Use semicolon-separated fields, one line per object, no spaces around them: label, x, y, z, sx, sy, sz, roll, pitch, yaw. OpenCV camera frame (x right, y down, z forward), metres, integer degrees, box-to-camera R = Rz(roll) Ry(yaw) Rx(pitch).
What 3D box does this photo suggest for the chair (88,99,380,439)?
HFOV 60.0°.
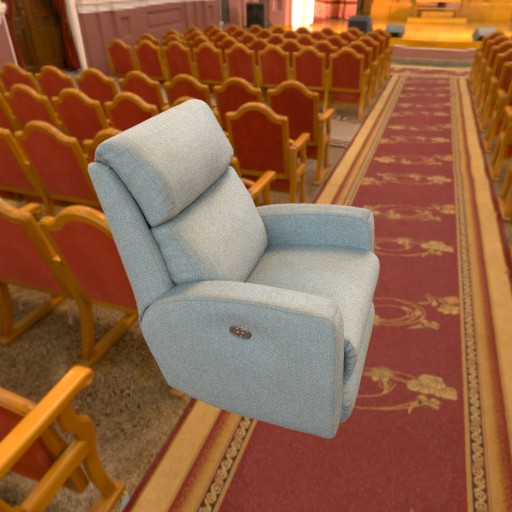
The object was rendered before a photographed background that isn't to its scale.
chair;0.000;0.000;1.712;0.940;1.016;0.794;11;34;17
